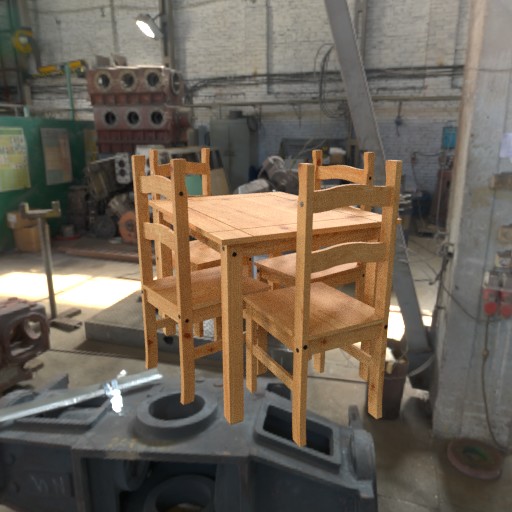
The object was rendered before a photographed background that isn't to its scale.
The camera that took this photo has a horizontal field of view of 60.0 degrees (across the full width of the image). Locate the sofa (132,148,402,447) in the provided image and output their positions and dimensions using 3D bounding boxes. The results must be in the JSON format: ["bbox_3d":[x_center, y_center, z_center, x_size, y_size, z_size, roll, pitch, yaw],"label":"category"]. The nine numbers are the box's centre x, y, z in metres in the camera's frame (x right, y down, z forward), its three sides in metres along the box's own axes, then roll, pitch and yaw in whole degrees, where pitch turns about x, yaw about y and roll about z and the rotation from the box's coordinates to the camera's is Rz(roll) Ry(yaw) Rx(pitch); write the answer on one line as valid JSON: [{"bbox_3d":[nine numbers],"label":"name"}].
[{"bbox_3d":[0.000,0.000,2.211,1.144,1.000,1.529,-8,17,-26],"label":"sofa"}]
